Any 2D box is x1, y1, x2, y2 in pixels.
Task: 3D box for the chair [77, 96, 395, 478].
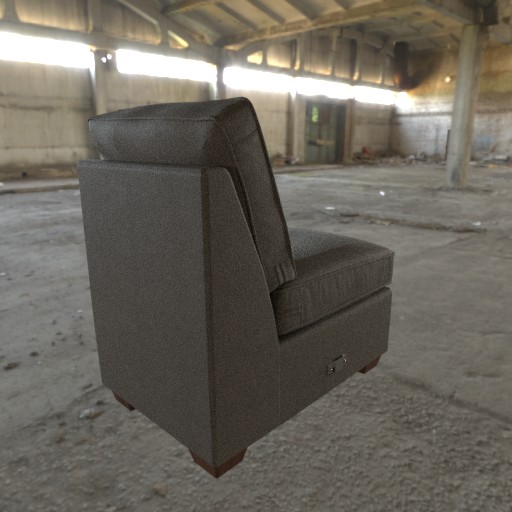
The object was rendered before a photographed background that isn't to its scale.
[{"bbox_3d":[0.000,0.000,1.532,0.621,0.970,0.938,14,20,42],"label":"chair"}]
